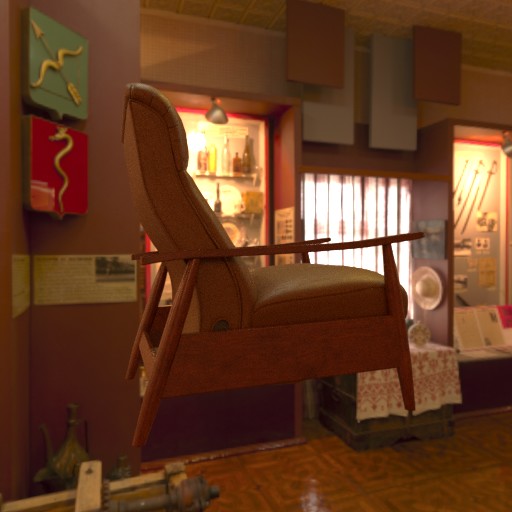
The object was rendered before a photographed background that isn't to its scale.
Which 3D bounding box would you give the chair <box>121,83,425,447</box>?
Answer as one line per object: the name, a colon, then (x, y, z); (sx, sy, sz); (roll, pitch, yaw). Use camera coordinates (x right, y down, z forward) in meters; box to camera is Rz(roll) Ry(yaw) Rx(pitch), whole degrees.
chair: (0.000, 0.000, 1.758); (1.014, 1.082, 0.762); (0, 1, -18)
